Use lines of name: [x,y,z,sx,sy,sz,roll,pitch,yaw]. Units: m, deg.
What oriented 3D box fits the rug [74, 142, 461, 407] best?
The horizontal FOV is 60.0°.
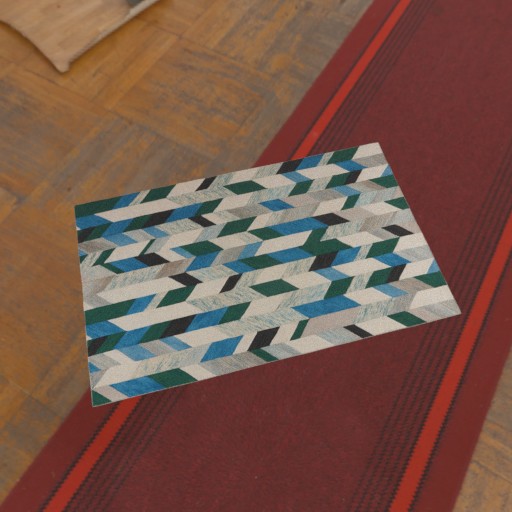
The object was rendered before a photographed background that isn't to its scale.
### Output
rug: [0.000,0.000,3.133,2.433,0.007,1.507,-13,64,-6]
